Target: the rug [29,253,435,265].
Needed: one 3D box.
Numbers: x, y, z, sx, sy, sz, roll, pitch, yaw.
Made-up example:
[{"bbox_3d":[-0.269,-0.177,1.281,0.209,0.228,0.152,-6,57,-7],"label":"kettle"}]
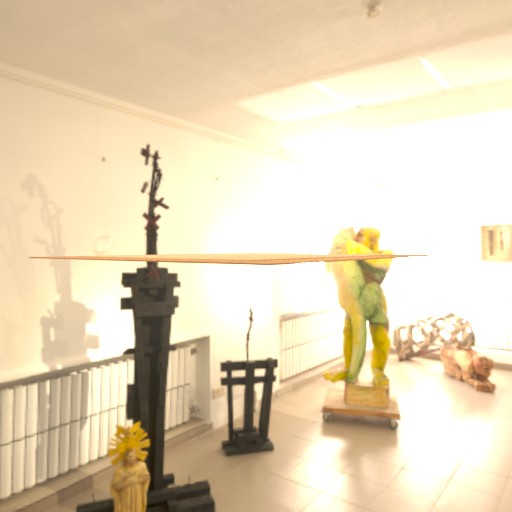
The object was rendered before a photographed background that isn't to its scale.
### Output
[{"bbox_3d":[0.000,0.000,4.181,2.438,0.014,3.048,1,1,37],"label":"rug"}]
